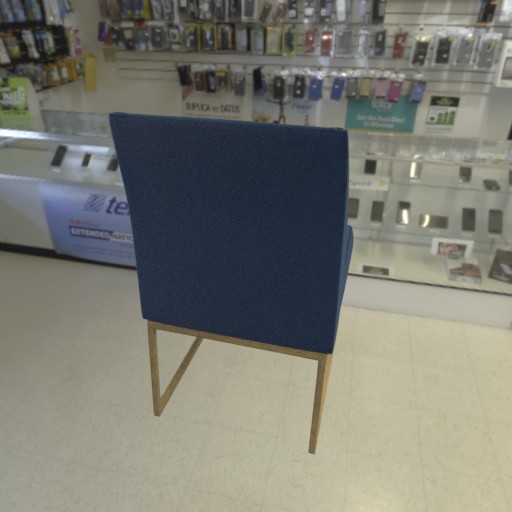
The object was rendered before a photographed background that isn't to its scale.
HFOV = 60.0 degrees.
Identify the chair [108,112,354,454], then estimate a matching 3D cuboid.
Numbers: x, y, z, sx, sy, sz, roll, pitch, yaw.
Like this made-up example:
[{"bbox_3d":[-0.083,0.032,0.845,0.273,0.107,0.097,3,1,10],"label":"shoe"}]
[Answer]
[{"bbox_3d":[0.000,0.000,1.235,0.508,0.863,0.522,8,32,13],"label":"chair"}]
